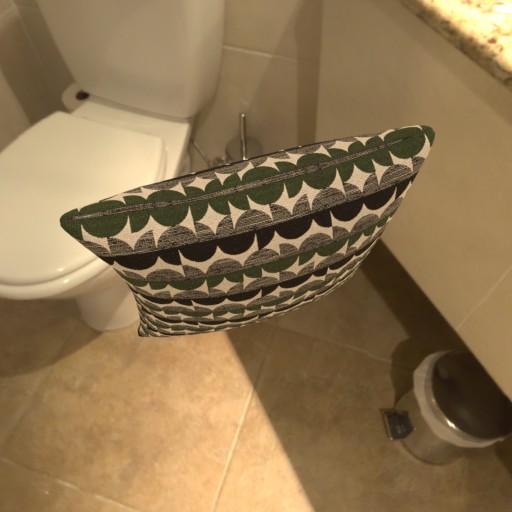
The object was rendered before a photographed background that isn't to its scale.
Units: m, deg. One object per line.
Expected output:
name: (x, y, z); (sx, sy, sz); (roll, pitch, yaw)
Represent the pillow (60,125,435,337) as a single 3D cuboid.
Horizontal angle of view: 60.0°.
pillow: (0.000, 0.000, 0.640); (0.419, 0.404, 0.180); (-16, 58, -10)
